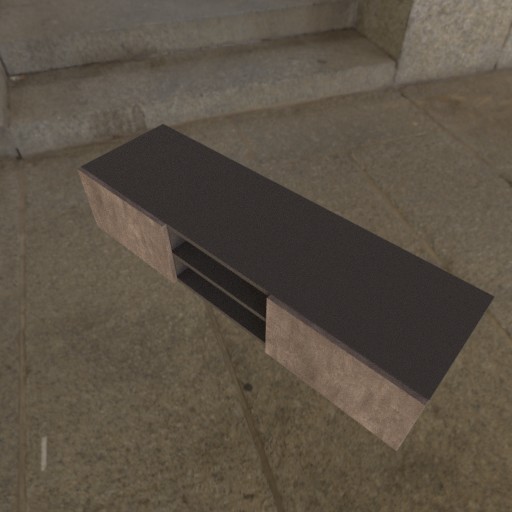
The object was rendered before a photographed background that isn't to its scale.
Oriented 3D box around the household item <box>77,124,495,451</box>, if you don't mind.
[{"bbox_3d":[0.000,0.000,1.554,1.400,0.310,0.420,32,55,27],"label":"household item"}]
